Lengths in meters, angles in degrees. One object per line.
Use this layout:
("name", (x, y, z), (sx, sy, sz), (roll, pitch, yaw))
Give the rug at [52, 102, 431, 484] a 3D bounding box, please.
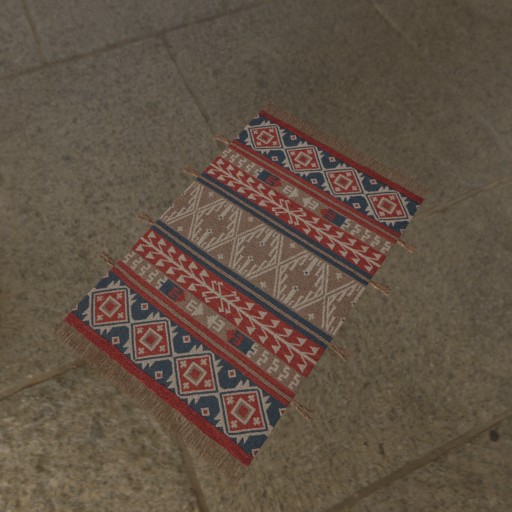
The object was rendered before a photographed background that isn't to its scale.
("rug", (0.000, 0.000, 3.069), (1.778, 0.048, 2.450), (33, 69, 15))
